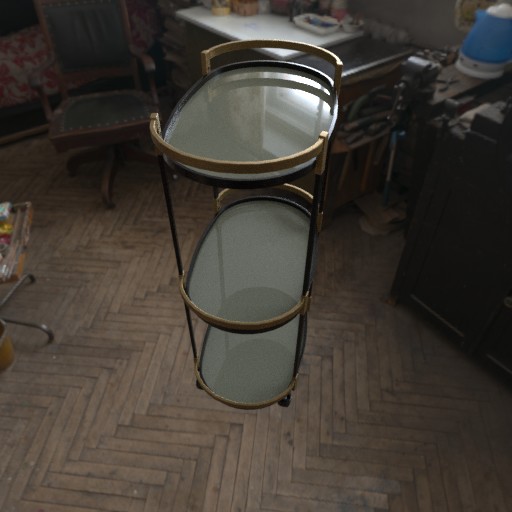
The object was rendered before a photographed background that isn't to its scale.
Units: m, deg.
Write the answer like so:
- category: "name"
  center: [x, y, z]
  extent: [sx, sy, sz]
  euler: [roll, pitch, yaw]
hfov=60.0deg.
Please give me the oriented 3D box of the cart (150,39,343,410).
- category: "cart"
  center: [0.000, 0.000, 1.135]
  extent: [0.311, 0.885, 0.515]
  euler: [9, 45, 9]
